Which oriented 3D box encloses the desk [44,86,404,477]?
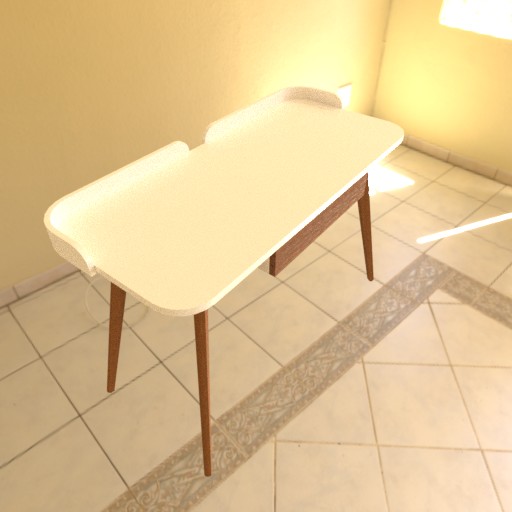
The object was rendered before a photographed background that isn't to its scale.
[{"bbox_3d":[0.000,0.000,1.616,0.534,0.807,1.206,27,47,28],"label":"desk"}]
